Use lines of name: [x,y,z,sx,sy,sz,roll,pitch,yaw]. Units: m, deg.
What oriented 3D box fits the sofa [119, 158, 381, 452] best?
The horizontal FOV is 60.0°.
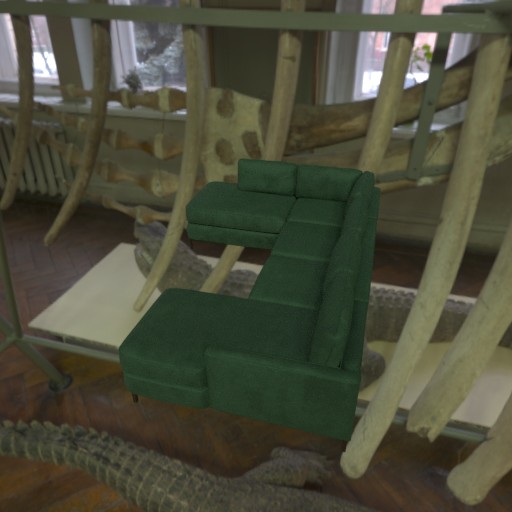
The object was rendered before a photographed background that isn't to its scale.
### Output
sofa: [0.000,0.000,3.910,1.992,0.861,2.994,8,31,13]
